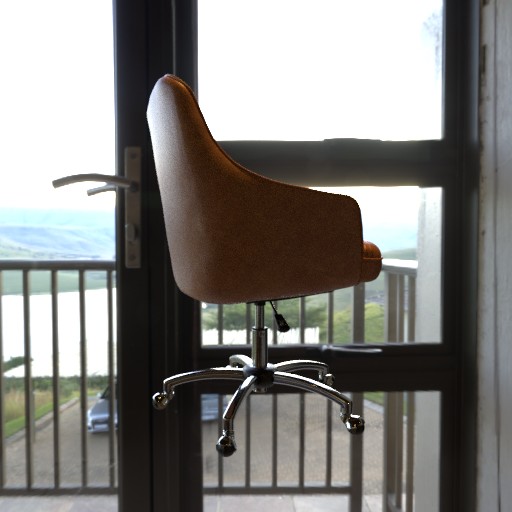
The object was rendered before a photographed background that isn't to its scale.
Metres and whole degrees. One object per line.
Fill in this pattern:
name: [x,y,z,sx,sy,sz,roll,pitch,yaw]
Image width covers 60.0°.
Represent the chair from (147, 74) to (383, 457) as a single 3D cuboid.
chair: [0.000,0.000,1.323,0.615,0.909,0.628,-1,2,-19]
